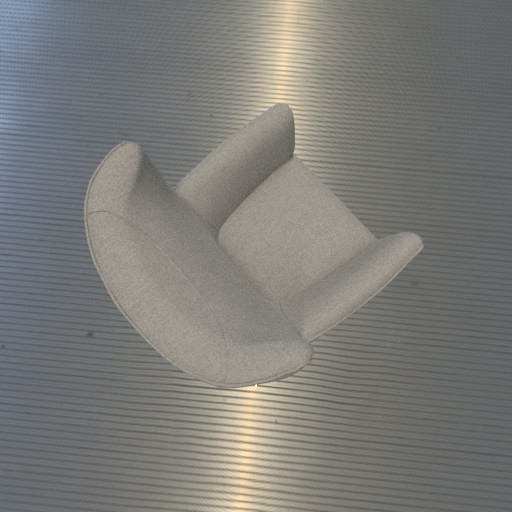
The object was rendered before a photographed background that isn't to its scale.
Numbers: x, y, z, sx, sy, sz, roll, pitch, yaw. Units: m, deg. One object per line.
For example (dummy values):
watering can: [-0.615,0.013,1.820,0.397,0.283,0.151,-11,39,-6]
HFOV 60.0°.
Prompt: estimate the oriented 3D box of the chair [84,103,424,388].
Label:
chair: [0.000,0.000,1.610,0.888,0.933,0.781,-39,77,-10]
